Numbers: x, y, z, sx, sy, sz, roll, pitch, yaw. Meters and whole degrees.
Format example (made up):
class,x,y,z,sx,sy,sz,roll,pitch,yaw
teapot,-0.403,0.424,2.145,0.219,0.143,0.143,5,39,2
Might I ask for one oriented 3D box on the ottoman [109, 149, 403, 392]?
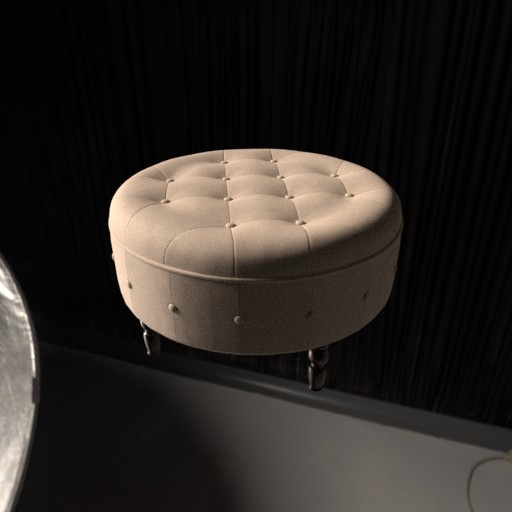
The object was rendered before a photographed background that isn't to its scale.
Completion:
class,x,y,z,sx,sy,sz,roll,pitch,yaw
ottoman,0.000,0.000,1.409,0.848,0.494,0.848,0,29,0
